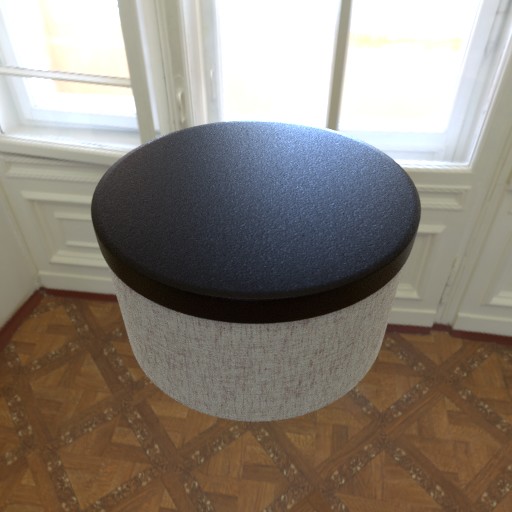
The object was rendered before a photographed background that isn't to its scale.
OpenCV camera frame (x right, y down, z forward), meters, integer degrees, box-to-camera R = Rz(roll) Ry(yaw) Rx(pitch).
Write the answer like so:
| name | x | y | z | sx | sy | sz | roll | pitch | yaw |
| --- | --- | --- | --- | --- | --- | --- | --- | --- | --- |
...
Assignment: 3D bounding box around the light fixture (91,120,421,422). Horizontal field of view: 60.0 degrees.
| name | x | y | z | sx | sy | sz | roll | pitch | yaw |
| --- | --- | --- | --- | --- | --- | --- | --- | --- | --- |
| light fixture | 0.000 | 0.000 | 0.615 | 0.389 | 0.229 | 0.389 | 0 | 40 | 0 |
